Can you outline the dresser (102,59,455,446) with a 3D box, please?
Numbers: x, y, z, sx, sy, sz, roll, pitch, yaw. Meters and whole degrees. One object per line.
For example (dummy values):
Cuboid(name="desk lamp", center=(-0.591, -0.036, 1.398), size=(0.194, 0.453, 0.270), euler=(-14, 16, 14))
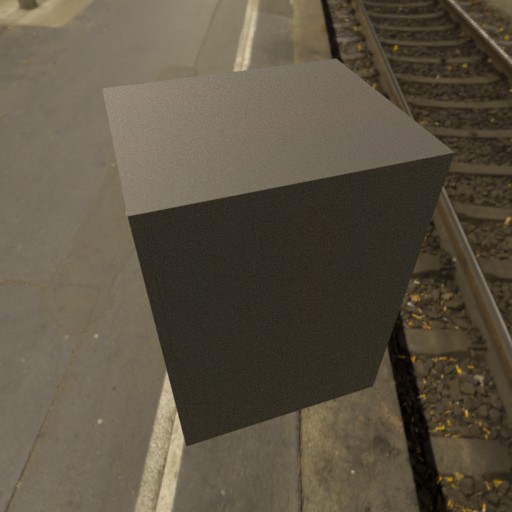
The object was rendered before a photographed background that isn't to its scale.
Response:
Cuboid(name="dresser", center=(0.000, 0.000, 0.821), size=(0.400, 0.560, 0.360), euler=(-13, 45, -13))
